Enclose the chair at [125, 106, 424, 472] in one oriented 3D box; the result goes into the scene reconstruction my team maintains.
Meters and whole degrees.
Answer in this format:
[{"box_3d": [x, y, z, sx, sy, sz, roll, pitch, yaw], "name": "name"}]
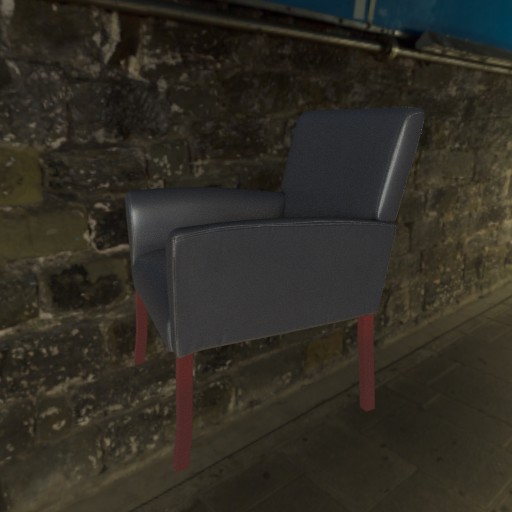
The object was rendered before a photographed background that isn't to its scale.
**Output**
[{"box_3d": [0.000, 0.000, 1.497, 0.772, 0.951, 0.683, -8, 18, -23], "name": "chair"}]
